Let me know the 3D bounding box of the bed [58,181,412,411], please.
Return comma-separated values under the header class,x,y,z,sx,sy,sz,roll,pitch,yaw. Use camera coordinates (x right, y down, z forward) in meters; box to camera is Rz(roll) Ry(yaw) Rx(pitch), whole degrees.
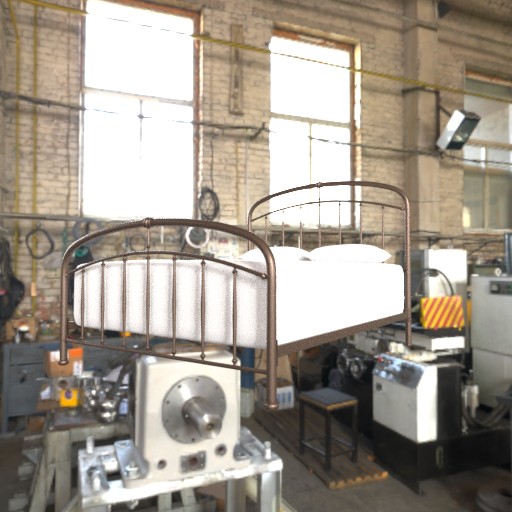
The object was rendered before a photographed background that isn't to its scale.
class,x,y,z,sx,sy,sz,roll,pitch,yaw
bed,0.000,0.000,3.346,1.711,1.475,2.168,-1,-2,35
